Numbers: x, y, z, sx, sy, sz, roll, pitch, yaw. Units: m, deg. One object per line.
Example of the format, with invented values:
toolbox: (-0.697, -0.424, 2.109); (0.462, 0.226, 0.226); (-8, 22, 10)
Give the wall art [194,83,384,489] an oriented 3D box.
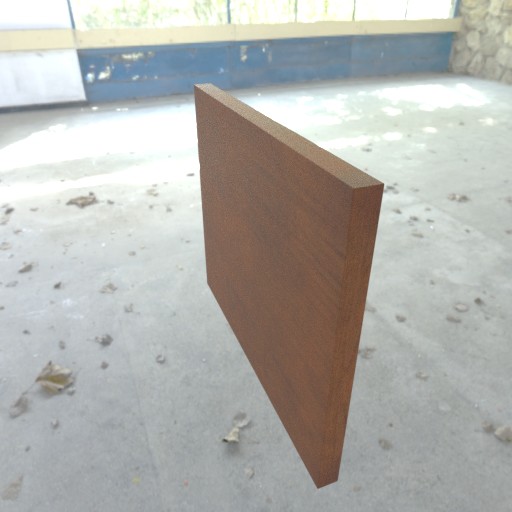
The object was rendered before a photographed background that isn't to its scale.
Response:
wall art: (0.000, 0.000, 0.742); (0.033, 0.457, 0.558); (-12, 33, -18)
